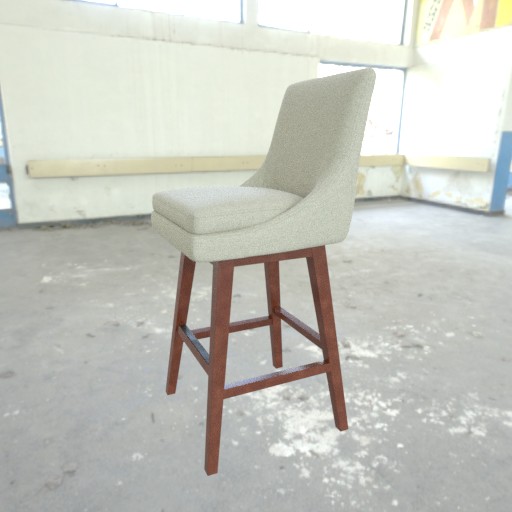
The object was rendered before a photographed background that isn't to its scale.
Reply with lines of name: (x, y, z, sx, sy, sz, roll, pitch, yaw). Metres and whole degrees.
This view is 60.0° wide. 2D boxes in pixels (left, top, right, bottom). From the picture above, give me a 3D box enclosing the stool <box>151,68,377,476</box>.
stool: (0.000, 0.000, 1.400, 0.559, 1.092, 0.470, -7, 16, -24)
